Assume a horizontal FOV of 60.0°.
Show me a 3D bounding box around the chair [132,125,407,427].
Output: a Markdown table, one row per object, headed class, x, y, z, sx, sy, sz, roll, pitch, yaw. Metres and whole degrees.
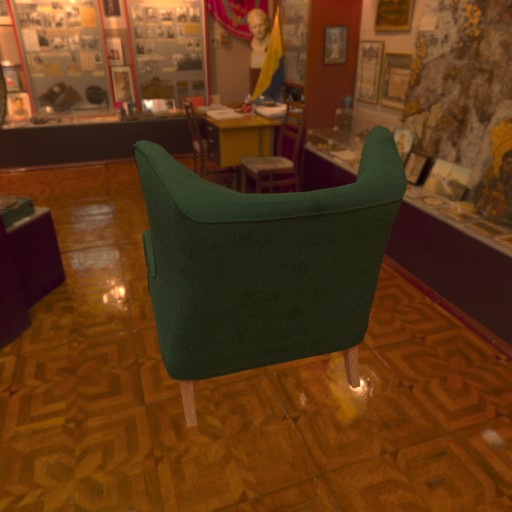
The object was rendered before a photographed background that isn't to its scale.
| class | x | y | z | sx | sy | sz | roll | pitch | yaw |
| --- | --- | --- | --- | --- | --- | --- | --- | --- | --- |
| chair | 0.000 | 0.000 | 1.641 | 0.793 | 0.952 | 0.910 | -8 | 28 | -15 |
